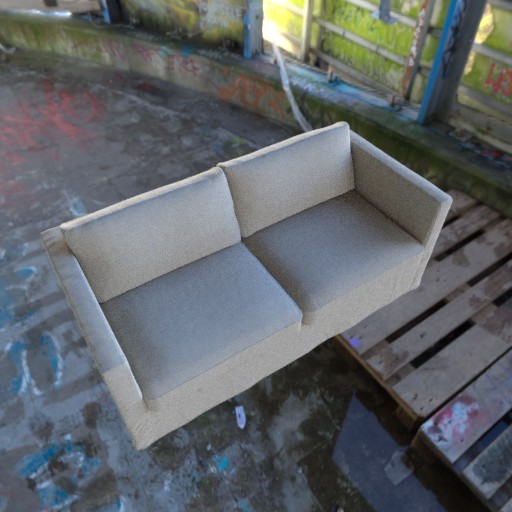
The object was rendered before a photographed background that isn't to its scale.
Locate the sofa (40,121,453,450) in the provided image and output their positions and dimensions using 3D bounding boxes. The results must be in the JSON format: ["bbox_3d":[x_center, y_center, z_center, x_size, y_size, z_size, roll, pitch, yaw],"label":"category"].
[{"bbox_3d":[0.000,0.000,2.453,1.959,0.835,0.962,-25,51,-22],"label":"sofa"}]
